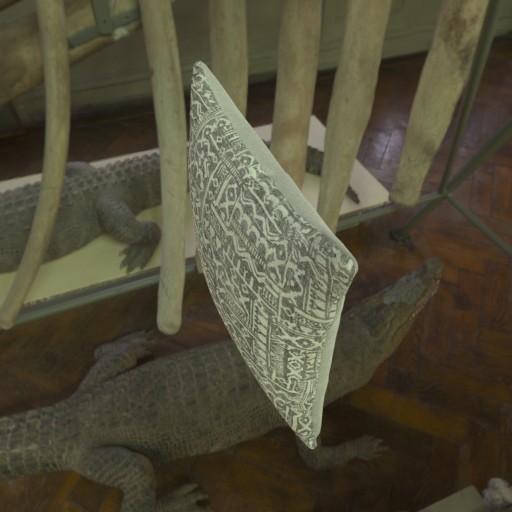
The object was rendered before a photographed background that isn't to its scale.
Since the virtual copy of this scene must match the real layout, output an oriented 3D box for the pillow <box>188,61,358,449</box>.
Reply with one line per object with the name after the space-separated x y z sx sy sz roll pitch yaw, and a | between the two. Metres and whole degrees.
0.000 0.000 0.789 0.180 0.487 0.546 -17 49 -15 | pillow
